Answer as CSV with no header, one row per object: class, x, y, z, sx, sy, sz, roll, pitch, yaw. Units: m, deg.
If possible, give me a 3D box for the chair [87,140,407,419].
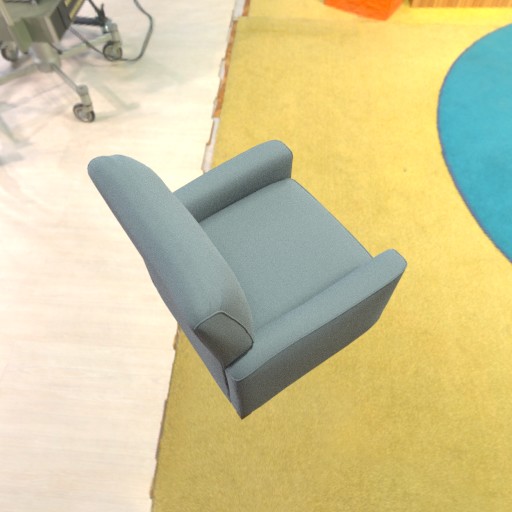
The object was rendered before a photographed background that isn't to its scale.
chair,0.000,0.000,1.741,0.846,1.007,0.853,-30,61,-18
